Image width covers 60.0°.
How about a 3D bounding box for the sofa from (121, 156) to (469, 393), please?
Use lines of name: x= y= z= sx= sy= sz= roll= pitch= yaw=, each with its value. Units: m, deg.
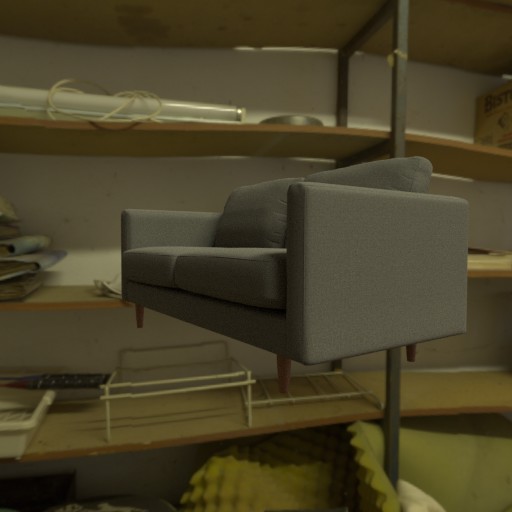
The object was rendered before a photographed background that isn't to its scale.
sofa: x=0.000 y=0.000 z=2.235 sx=0.940 sy=0.866 sz=1.713 roll=-1 pitch=2 yaw=-35
